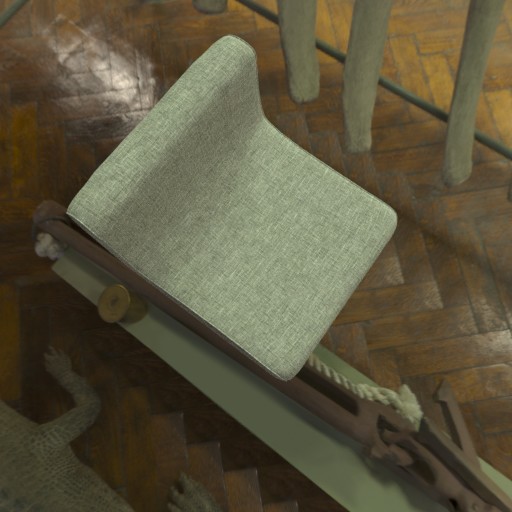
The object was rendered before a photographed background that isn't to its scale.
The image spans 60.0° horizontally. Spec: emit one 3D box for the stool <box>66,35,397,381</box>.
[{"bbox_3d":[0.000,0.000,1.080,0.459,0.835,0.417,35,78,9],"label":"stool"}]
